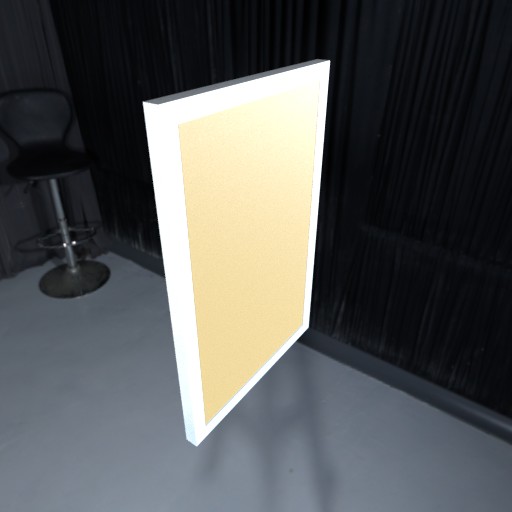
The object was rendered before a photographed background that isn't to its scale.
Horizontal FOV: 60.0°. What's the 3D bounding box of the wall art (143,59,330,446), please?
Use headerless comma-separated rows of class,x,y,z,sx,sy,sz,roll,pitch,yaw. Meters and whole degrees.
wall art,0.000,0.000,1.203,0.039,0.915,0.612,21,37,30
